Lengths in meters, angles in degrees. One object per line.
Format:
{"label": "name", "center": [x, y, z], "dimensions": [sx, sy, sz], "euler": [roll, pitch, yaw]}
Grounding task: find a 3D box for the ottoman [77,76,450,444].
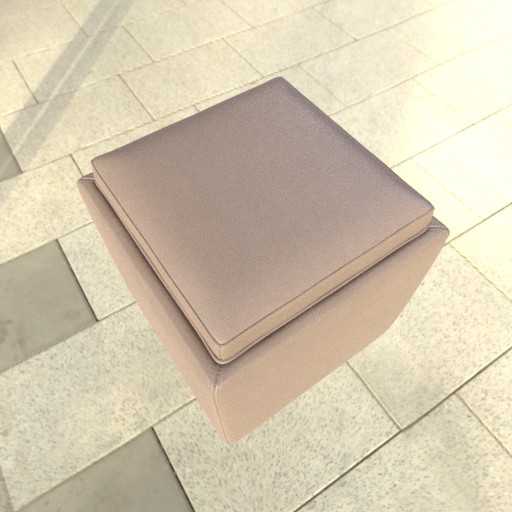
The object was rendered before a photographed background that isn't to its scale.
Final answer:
{"label": "ottoman", "center": [0.000, 0.000, 0.840], "dimensions": [0.450, 0.460, 0.451], "euler": [-31, 62, -18]}
